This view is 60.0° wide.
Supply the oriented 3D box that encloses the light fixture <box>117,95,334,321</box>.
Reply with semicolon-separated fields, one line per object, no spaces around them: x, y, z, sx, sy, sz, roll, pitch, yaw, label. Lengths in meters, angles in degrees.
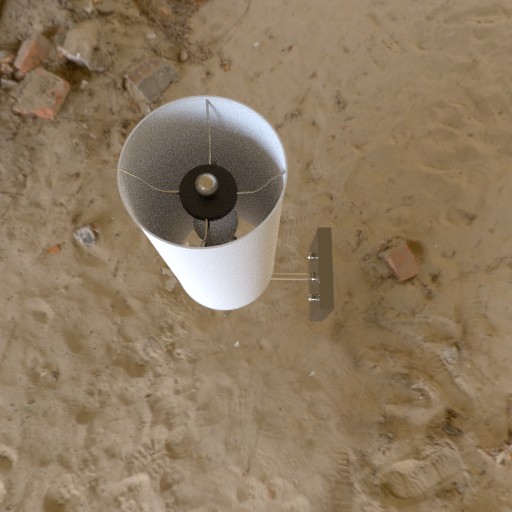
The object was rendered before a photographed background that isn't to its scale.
0.000;0.000;0.554;0.208;0.462;0.128;1;74;0;light fixture
